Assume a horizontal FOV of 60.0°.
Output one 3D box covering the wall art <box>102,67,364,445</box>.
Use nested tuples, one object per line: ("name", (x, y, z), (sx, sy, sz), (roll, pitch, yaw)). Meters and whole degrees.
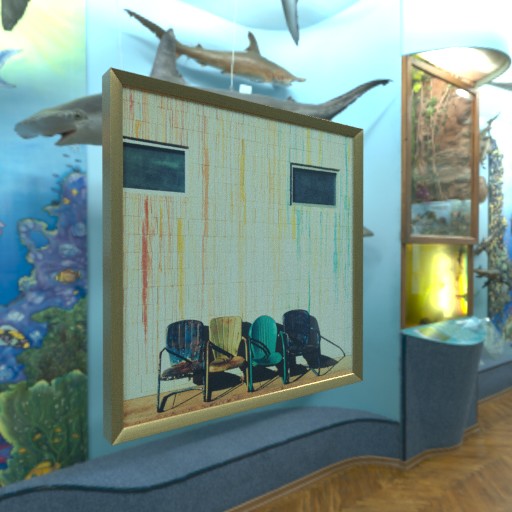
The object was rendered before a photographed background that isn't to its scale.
("wall art", (0.000, 0.000, 0.754), (0.505, 0.505, 0.037), (0, 1, -36))
